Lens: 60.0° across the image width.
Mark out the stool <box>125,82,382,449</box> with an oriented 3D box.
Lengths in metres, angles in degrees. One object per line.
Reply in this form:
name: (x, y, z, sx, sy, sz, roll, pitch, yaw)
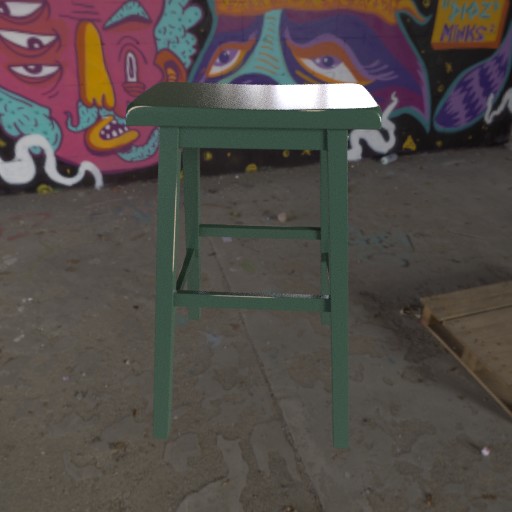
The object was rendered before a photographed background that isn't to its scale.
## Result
stool: (0.000, 0.000, 1.049, 0.457, 0.737, 0.476, 2, 31, 3)
